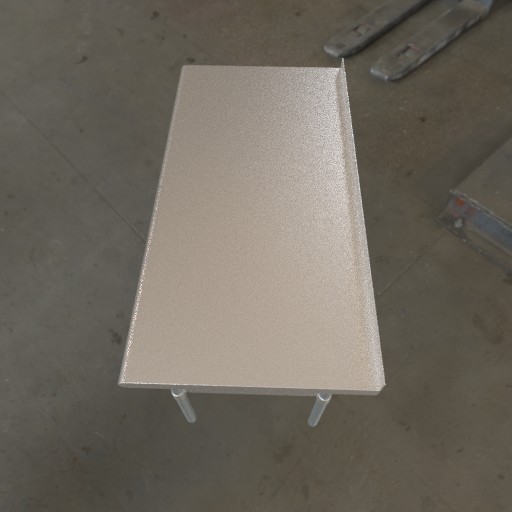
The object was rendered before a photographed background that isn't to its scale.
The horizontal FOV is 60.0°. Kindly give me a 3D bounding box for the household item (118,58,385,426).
[{"bbox_3d":[0.000,0.000,1.673,0.610,0.851,1.219,1,57,1],"label":"household item"}]
